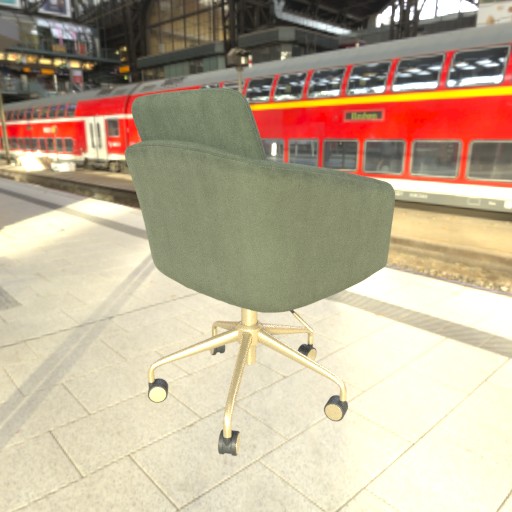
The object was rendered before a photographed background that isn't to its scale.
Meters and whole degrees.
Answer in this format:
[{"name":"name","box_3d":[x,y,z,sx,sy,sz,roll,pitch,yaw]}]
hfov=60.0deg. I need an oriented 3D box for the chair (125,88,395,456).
[{"name":"chair","box_3d":[0.000,0.000,1.349,0.635,0.908,0.641,-14,21,-42]}]
